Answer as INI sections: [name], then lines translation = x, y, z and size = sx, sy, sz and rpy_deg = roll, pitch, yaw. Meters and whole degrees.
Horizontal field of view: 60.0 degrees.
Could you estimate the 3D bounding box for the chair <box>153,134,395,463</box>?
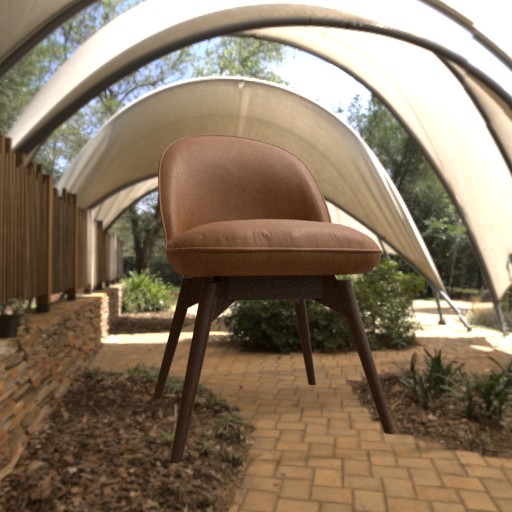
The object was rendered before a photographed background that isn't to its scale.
[chair]
translation = 0.000, 0.000, 1.211
size = 0.521, 0.831, 0.631
rpy_deg = 0, -1, -17
